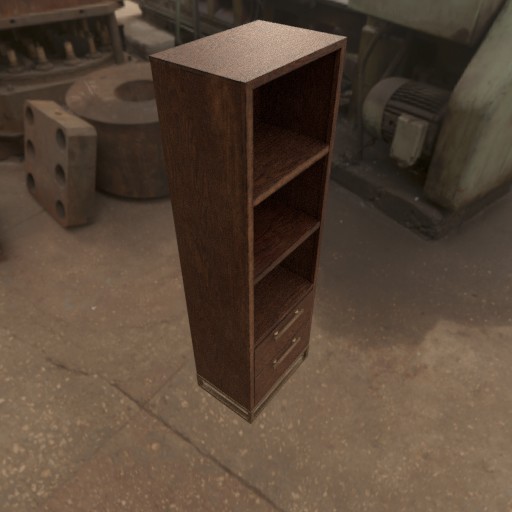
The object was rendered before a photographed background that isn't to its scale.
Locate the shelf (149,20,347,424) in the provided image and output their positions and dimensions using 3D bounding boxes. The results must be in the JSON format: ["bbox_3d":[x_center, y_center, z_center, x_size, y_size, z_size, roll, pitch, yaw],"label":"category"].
[{"bbox_3d":[0.000,0.000,1.952,0.395,1.732,0.539,27,48,28],"label":"shelf"}]
